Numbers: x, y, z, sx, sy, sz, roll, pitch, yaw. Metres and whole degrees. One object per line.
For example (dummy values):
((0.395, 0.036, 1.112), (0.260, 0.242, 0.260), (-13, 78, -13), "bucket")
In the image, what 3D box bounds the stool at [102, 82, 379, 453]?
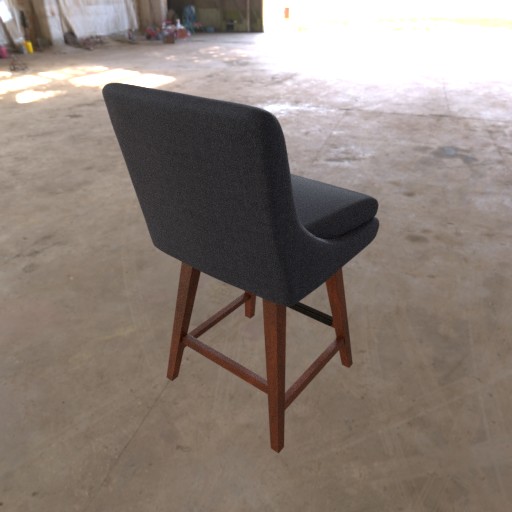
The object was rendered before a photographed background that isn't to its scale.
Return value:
((0.000, 0.000, 1.175), (0.467, 0.895, 0.524), (22, 37, 32), "stool")
